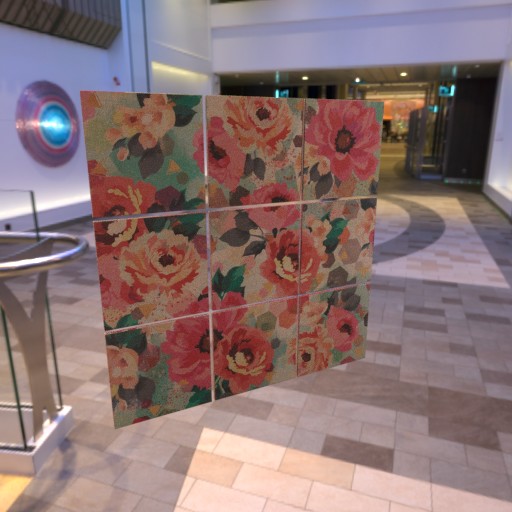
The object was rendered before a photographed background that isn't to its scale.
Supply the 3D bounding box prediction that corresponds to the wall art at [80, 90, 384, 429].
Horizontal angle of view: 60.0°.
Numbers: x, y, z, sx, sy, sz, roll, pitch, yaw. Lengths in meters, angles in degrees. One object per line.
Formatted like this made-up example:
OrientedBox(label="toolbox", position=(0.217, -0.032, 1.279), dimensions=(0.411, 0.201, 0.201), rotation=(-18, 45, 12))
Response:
OrientedBox(label="wall art", position=(0.000, 0.000, 1.345), dimensions=(0.911, 0.910, 0.012), rotation=(-8, 18, -26))
